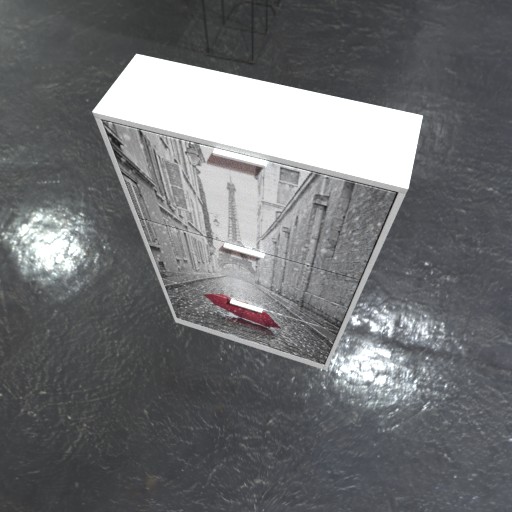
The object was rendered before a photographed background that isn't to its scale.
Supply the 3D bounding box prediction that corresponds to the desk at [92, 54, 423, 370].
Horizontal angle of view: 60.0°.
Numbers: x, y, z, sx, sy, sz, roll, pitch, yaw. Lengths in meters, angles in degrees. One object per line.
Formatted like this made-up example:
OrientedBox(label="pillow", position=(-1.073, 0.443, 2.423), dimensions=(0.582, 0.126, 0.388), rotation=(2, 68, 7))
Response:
OrientedBox(label="desk", position=(0.000, 0.000, 1.597), dimensions=(0.750, 1.280, 0.250), rotation=(16, 60, 9))
